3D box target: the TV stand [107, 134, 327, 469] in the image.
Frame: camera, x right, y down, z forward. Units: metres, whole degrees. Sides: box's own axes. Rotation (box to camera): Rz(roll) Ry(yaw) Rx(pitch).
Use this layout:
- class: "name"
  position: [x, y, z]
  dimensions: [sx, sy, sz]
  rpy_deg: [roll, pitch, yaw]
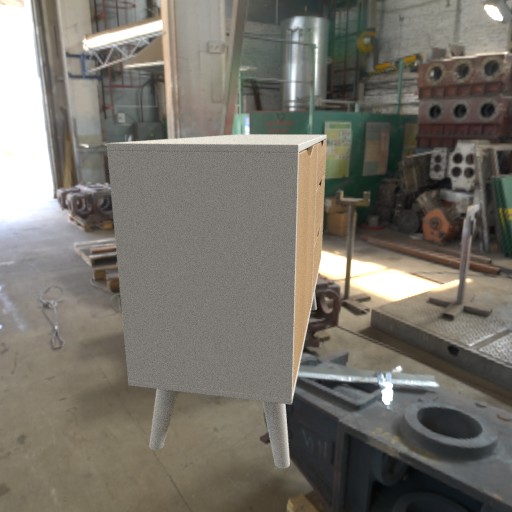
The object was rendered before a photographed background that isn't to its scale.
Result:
- class: "TV stand"
  position: [0.000, 0.000, 1.572]
  dimensions: [0.406, 0.812, 1.193]
  rpy_deg: [3, 17, 11]
